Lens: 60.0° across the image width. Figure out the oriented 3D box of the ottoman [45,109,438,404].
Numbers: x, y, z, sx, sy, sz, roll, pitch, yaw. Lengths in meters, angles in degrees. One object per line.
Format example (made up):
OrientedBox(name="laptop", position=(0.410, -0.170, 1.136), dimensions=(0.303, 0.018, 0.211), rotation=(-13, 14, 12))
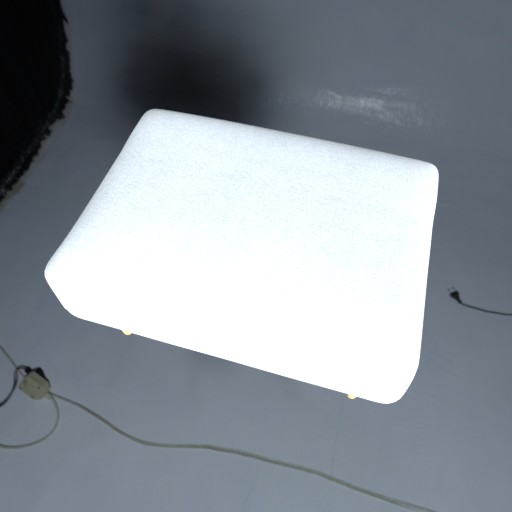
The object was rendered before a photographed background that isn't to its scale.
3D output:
OrientedBox(name="ottoman", position=(0.000, 0.000, 1.078), dimensions=(0.749, 0.428, 0.549), rotation=(14, 58, 9))
